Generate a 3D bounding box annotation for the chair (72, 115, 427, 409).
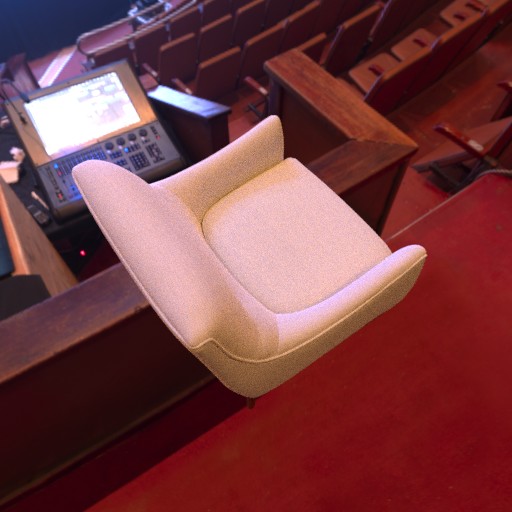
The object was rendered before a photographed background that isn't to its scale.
[{"bbox_3d":[0.000,0.000,1.456,0.787,0.838,0.762,-31,63,-18],"label":"chair"}]
